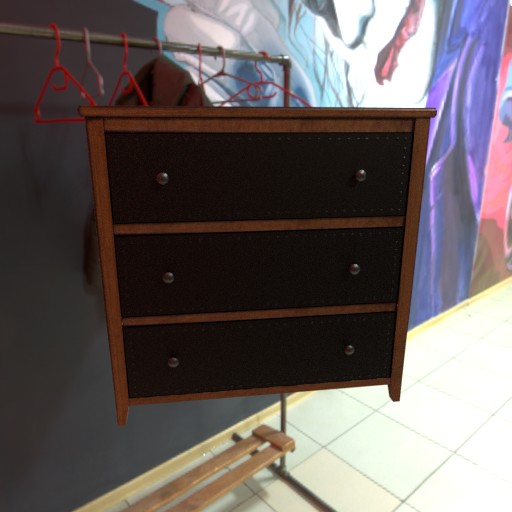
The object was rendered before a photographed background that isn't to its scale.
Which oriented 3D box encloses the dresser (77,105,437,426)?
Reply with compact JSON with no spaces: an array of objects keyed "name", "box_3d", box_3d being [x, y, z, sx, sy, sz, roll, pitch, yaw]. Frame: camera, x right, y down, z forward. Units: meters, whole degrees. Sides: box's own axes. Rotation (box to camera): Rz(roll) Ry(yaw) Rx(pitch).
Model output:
[{"name":"dresser","box_3d":[0.000,0.000,1.951,1.250,1.224,0.591,-2,16,-8]}]
